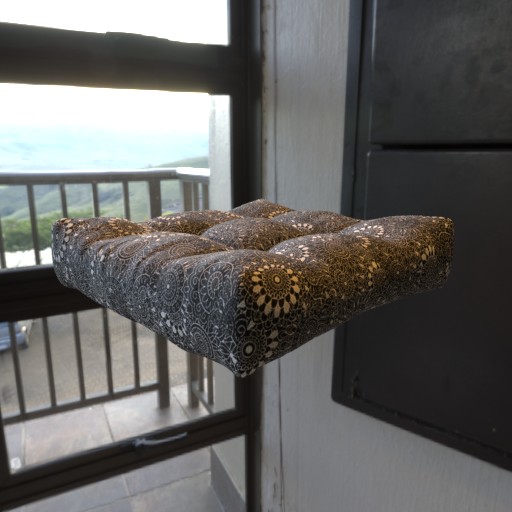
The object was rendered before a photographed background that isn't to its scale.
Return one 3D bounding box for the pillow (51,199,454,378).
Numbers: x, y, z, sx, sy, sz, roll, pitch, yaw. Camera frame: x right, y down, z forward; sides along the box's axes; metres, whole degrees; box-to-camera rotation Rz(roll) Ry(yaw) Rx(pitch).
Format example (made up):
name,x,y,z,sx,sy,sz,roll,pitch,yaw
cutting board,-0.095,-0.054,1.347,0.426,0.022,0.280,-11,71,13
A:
name,x,y,z,sx,sy,sz,roll,pitch,yaw
pillow,0.000,0.000,0.719,0.490,0.128,0.468,-13,19,-43
